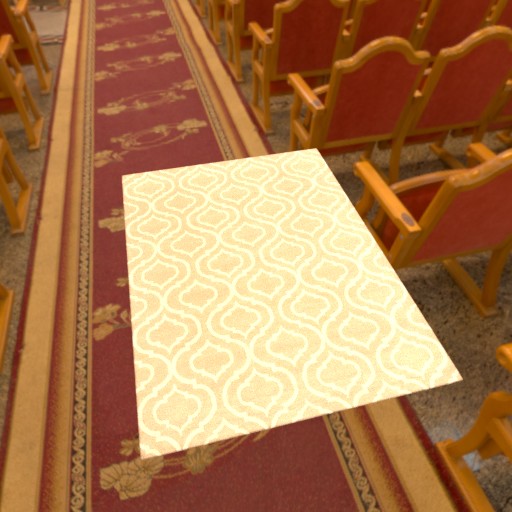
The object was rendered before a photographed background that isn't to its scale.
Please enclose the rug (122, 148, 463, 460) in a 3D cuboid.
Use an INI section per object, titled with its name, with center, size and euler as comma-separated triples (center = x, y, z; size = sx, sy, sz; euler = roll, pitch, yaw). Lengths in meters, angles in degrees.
[rug]
center = 0.000, 0.000, 4.321
size = 2.438, 0.010, 3.353
euler = -10, 47, -10
